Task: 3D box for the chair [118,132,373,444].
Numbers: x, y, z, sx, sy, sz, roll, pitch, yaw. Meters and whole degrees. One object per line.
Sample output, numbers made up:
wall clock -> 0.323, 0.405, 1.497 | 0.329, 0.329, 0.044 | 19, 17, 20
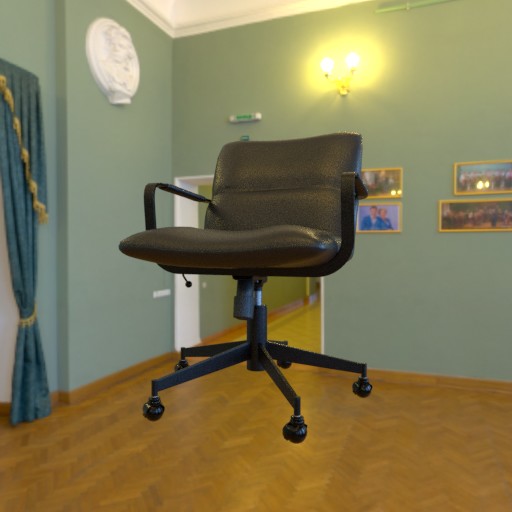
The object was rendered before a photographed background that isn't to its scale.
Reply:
chair -> 0.000, 0.000, 1.436 | 0.719, 0.922, 0.748 | 0, 1, 20
